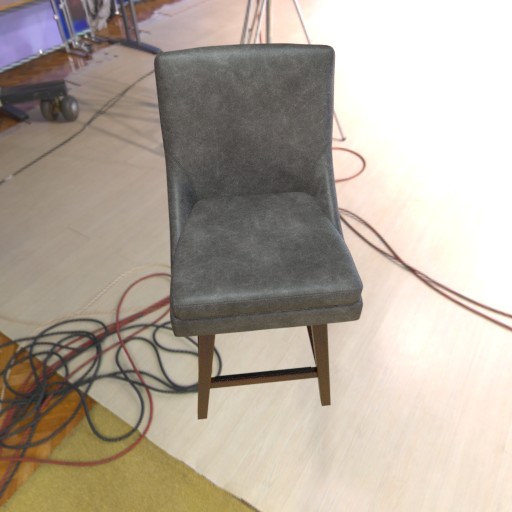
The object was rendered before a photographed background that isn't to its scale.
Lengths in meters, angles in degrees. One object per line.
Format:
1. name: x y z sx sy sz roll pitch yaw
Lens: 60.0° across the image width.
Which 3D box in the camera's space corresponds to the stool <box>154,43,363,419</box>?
1. stool: 0.000 0.000 1.355 0.492 1.046 0.587 -5 46 -4
